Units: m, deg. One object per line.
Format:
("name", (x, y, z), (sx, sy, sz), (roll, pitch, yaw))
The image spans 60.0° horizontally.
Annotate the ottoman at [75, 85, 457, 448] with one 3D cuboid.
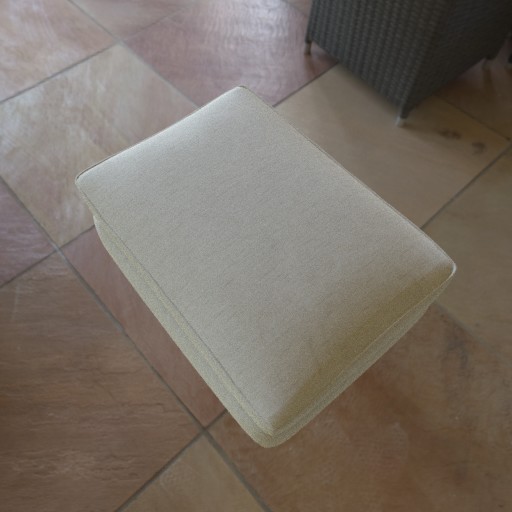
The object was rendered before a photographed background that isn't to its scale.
("ottoman", (0.000, 0.000, 0.992), (0.501, 0.406, 0.665), (-36, 67, -18))
